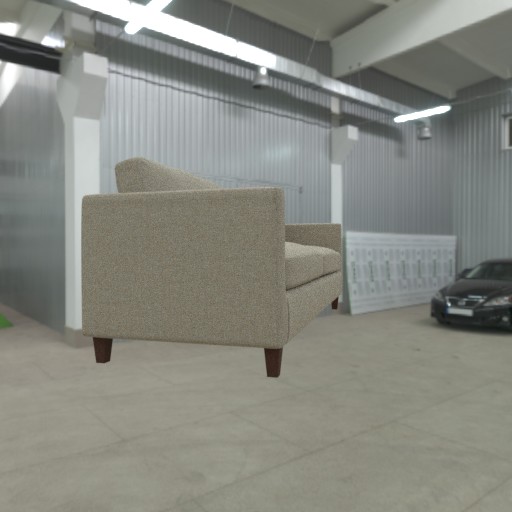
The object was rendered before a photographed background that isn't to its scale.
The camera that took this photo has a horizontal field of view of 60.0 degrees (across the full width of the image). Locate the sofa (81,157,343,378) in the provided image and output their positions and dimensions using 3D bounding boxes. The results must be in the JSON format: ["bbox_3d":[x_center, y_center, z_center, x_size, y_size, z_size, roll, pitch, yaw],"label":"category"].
[{"bbox_3d":[0.000,0.000,2.992,0.951,0.965,2.434,0,1,16],"label":"sofa"}]
